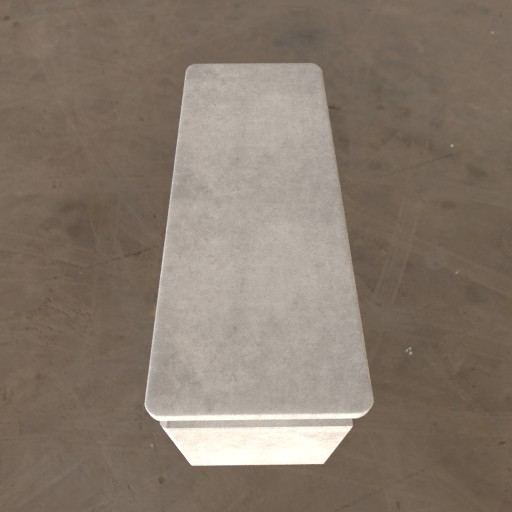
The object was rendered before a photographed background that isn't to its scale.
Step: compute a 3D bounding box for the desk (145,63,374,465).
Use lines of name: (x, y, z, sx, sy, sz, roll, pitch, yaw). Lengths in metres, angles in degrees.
desk: (0.000, 0.000, 1.743, 0.550, 0.755, 1.400, -1, 57, 0)
